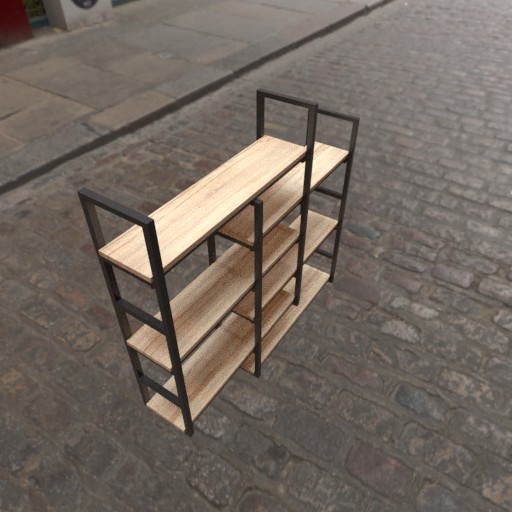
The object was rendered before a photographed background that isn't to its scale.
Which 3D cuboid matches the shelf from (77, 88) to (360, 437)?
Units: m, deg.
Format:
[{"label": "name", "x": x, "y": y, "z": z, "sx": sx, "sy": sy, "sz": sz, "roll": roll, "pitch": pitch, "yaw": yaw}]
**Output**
[{"label": "shelf", "x": 0.000, "y": 0.000, "z": 1.394, "sx": 0.183, "sy": 0.921, "sz": 0.946, "roll": 24, "pitch": 47, "yaw": 25}]
